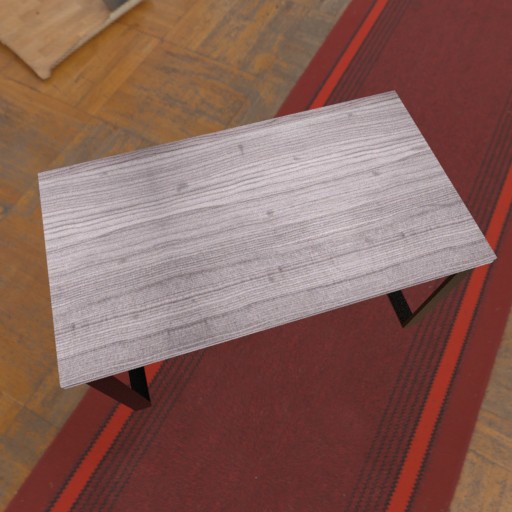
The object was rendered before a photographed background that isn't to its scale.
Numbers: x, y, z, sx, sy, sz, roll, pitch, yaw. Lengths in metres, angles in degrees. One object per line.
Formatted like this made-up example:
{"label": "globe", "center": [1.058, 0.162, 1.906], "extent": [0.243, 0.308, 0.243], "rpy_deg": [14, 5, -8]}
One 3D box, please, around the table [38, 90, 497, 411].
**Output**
{"label": "table", "center": [0.000, 0.000, 2.038], "extent": [1.579, 0.736, 0.881], "rpy_deg": [-15, 64, -8]}
